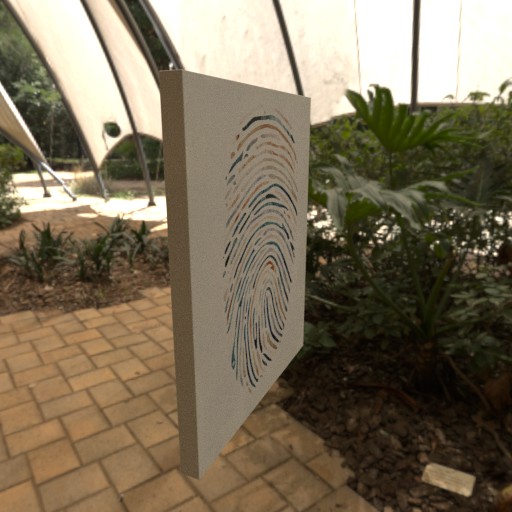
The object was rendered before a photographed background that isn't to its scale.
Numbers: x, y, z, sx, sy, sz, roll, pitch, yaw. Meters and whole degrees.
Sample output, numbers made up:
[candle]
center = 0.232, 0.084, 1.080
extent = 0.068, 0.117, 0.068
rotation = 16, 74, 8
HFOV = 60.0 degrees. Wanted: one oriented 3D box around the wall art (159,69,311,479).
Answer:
[wall art]
center = 0.000, 0.000, 0.851
extent = 0.037, 0.606, 0.508
rotation = 7, 17, 24
